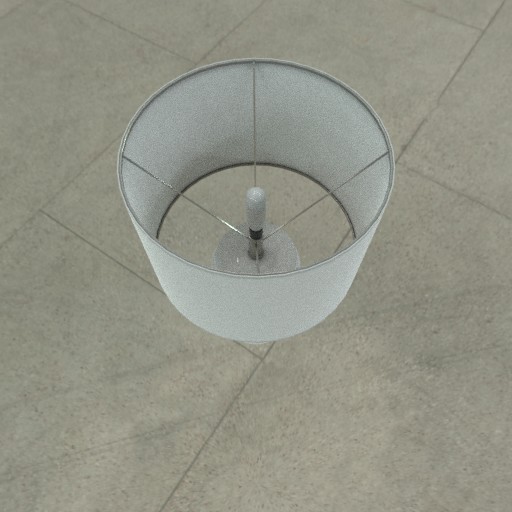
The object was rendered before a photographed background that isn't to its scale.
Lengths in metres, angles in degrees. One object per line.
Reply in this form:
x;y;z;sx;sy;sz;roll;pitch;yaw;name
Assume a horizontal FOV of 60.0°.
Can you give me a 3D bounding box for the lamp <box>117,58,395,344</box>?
0.000;0.000;0.714;0.310;0.502;0.310;0;63;0;lamp
